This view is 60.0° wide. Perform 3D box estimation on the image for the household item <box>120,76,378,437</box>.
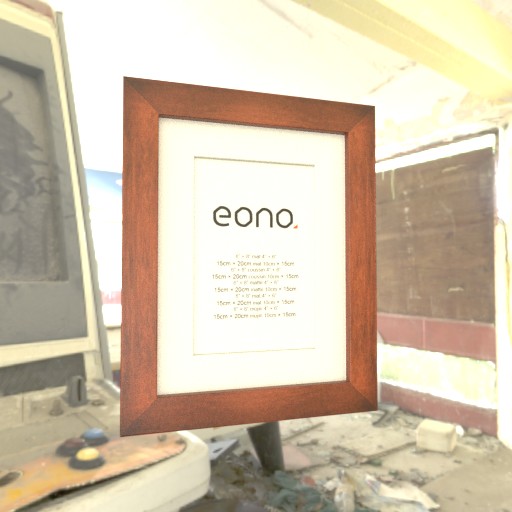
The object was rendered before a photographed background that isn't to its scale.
[{"bbox_3d":[0.000,0.000,0.345,0.200,0.250,0.020,1,-2,-17],"label":"household item"}]
